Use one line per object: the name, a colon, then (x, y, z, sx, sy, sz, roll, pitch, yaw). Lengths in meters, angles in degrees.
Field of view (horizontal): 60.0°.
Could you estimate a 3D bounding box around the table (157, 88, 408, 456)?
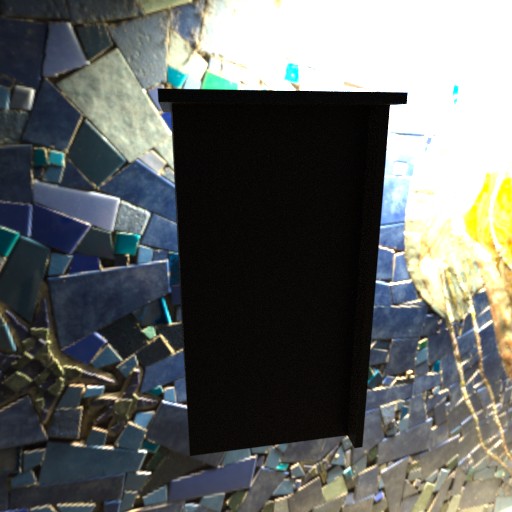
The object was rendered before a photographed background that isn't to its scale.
table: (0.000, 0.000, 1.071, 0.408, 0.711, 0.589, -3, 17, -10)
